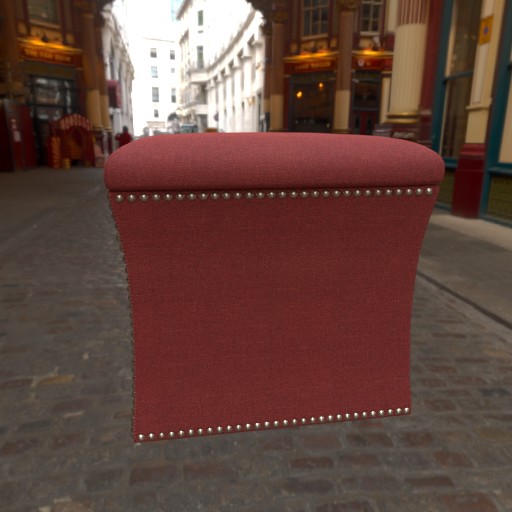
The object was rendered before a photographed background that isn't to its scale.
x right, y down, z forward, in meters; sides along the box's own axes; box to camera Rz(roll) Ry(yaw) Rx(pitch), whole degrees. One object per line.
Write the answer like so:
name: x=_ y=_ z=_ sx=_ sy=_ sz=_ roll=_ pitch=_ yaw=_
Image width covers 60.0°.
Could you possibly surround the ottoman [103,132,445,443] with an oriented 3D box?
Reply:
ottoman: x=0.000 y=0.000 z=0.882 sx=0.497 sy=0.475 sz=0.507 roll=-2 pitch=15 yaw=-9
